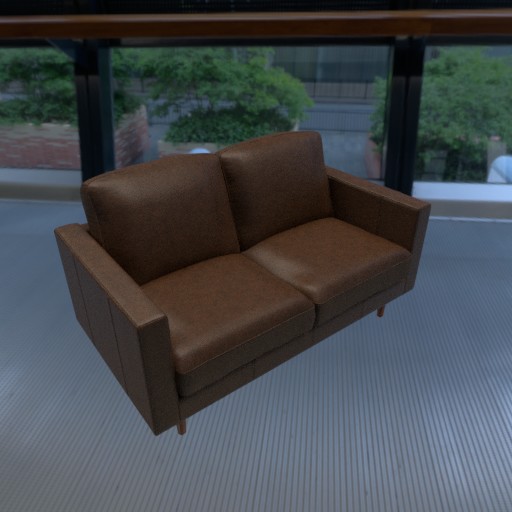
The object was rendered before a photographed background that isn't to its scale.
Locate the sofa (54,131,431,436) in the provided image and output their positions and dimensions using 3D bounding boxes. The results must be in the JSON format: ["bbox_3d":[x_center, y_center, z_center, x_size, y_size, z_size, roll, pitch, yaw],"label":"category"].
[{"bbox_3d":[0.000,0.000,2.177,1.578,0.951,0.909,-21,36,-32],"label":"sofa"}]
